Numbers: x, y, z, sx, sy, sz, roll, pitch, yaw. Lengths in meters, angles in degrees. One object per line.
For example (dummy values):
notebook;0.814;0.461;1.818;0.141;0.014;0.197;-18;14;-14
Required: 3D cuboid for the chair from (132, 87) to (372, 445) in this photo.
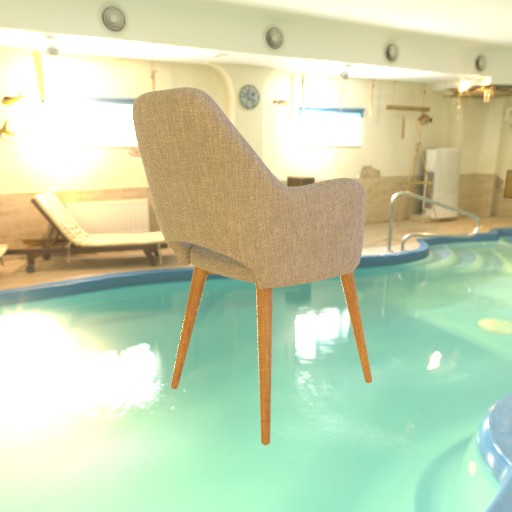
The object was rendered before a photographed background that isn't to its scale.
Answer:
chair;0.000;0.000;1.251;0.590;0.840;0.610;13;19;42
